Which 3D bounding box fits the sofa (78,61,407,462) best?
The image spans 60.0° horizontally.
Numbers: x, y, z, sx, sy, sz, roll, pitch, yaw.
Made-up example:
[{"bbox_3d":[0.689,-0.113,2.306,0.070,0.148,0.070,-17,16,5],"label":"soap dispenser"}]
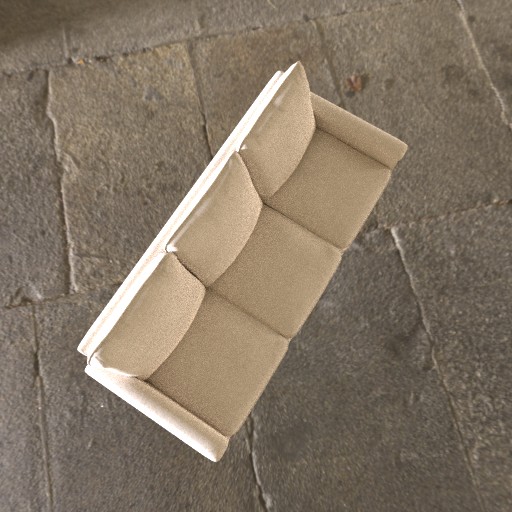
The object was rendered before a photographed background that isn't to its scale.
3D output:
[{"bbox_3d":[0.000,0.000,2.427,0.828,0.961,1.925,31,77,8],"label":"sofa"}]
